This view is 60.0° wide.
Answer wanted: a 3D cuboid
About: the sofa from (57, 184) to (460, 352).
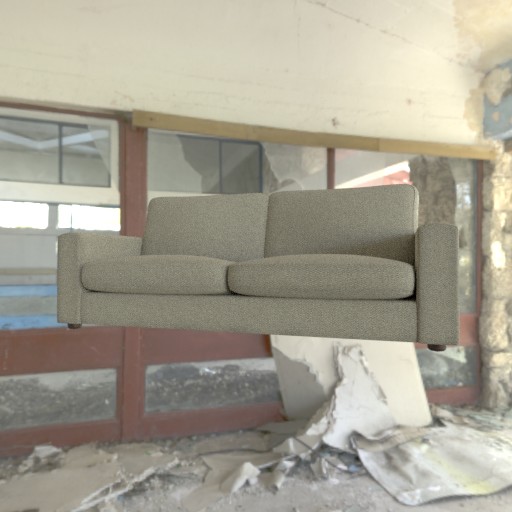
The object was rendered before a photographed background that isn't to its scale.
[{"bbox_3d":[0.000,0.000,2.702,2.179,0.873,1.016,0,-1,19],"label":"sofa"}]
